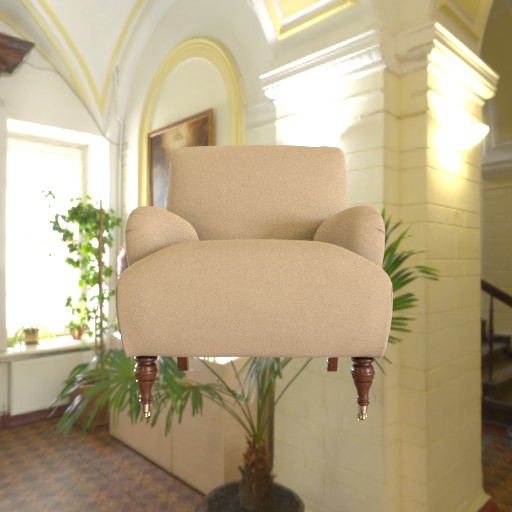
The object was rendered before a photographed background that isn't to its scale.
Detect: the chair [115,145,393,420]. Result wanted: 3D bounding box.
[{"bbox_3d":[0.000,0.000,1.564,0.766,0.942,0.842,0,0,1],"label":"chair"}]
